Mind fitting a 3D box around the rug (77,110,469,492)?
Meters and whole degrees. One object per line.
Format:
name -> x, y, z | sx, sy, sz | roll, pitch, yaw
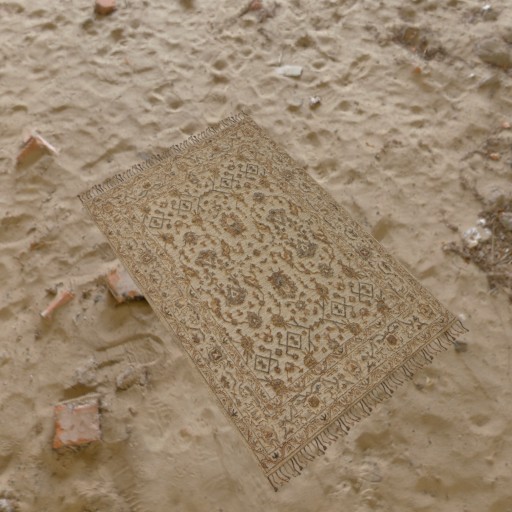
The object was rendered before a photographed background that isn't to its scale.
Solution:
rug -> 0.000, 0.000, 3.017 | 1.529, 0.027, 2.434 | -33, 65, -17
